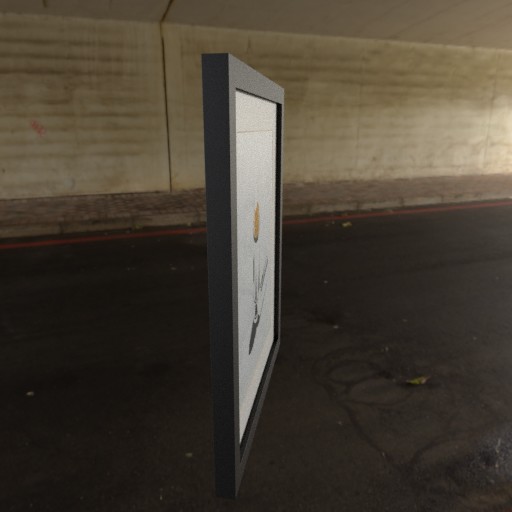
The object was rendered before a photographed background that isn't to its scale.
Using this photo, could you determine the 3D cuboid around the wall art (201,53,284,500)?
[{"bbox_3d":[0.000,0.000,0.742,0.029,0.559,0.457,3,17,10],"label":"wall art"}]
